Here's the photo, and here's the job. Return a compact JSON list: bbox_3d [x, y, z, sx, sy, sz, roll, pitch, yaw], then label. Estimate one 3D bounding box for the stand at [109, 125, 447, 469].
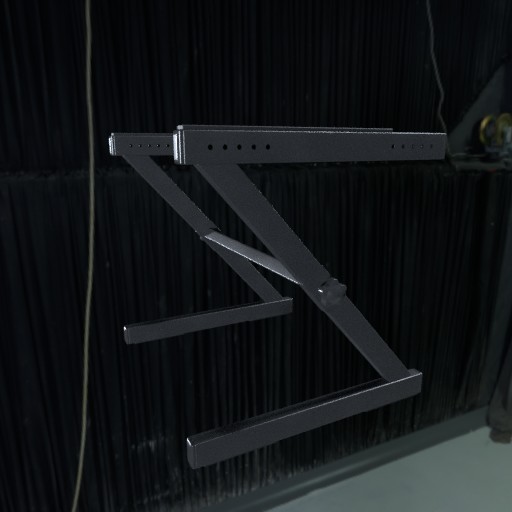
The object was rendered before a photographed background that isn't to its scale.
[{"bbox_3d":[0.000,0.000,1.143,0.586,0.617,0.700,-7,16,-26],"label":"stand"}]
